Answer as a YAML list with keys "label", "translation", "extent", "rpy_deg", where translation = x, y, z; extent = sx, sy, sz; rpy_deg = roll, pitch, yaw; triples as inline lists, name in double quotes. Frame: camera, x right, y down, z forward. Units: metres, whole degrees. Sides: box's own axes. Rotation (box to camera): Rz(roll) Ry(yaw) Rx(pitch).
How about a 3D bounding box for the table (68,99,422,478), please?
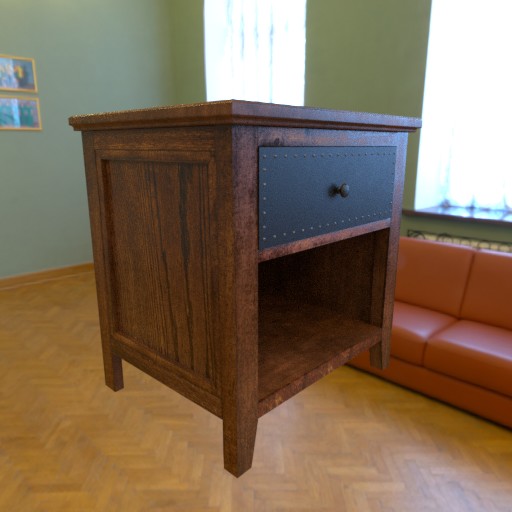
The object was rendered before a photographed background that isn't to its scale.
- label: "table"
  translation: [0.000, 0.000, 0.994]
  extent: [0.461, 0.597, 0.586]
  rpy_deg: [13, 19, 42]
